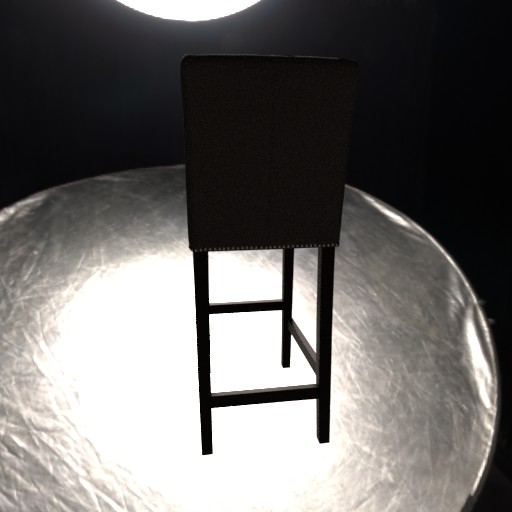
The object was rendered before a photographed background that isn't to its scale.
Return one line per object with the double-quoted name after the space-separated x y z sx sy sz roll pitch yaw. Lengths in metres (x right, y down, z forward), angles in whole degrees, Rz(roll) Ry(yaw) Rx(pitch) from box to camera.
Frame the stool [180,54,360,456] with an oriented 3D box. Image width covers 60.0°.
0.000 0.000 1.348 0.411 1.047 0.548 -2 15 -9 "stool"
